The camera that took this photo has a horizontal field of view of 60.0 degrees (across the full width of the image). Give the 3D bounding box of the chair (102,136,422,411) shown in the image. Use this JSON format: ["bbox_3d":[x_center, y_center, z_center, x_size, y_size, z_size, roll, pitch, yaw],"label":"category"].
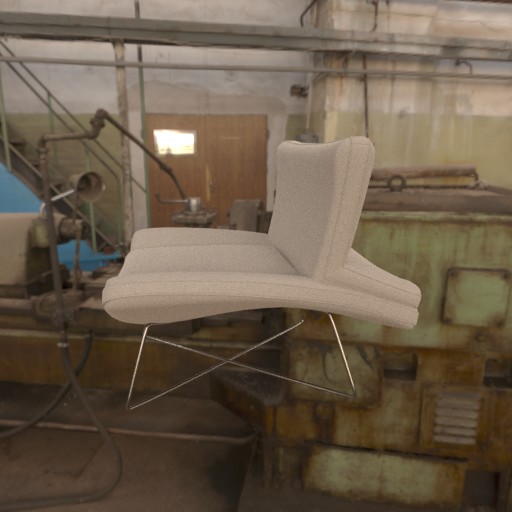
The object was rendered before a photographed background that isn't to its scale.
[{"bbox_3d":[0.000,0.000,1.672,1.008,0.855,0.859,-2,14,-9],"label":"chair"}]
